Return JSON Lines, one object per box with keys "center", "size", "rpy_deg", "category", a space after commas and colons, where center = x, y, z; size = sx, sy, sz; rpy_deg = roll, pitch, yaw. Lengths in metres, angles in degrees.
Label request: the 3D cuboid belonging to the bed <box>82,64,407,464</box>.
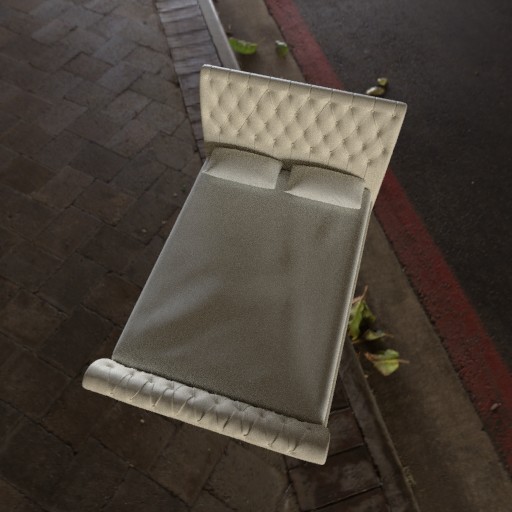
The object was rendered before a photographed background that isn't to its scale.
{"center": [0.000, 0.000, 3.317], "size": [1.606, 1.268, 2.493], "rpy_deg": [14, 60, 9], "category": "bed"}
